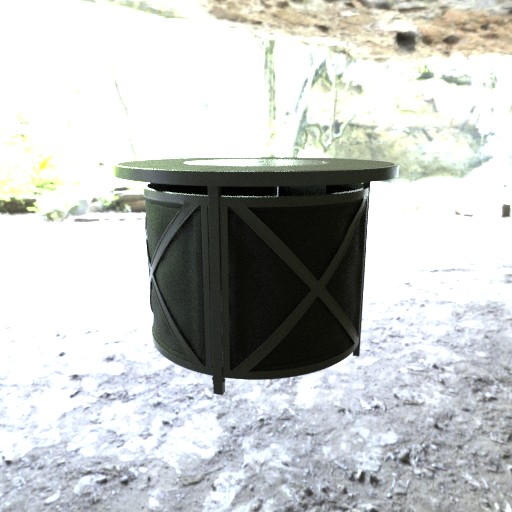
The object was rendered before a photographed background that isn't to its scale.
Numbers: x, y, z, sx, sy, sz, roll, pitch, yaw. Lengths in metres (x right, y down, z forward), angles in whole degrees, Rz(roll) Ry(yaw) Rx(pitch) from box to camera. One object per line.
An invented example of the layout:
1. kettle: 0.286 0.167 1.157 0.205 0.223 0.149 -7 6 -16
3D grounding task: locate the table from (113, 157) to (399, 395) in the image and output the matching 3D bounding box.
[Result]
1. table: 0.000 0.000 1.565 0.914 0.650 0.914 0 15 0
